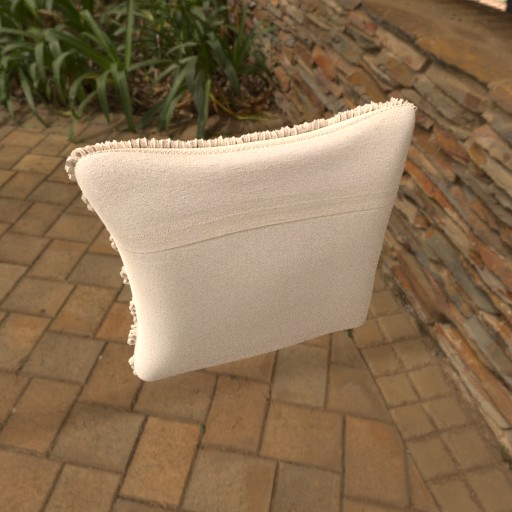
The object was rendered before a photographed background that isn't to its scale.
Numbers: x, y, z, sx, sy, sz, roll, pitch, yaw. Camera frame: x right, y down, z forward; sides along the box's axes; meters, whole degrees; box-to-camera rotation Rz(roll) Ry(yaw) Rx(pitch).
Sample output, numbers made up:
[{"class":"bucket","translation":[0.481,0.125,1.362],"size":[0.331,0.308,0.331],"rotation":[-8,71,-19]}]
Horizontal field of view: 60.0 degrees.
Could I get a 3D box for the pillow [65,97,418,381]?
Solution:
[{"class":"pillow","translation":[0.000,0.000,0.659],"size":[0.437,0.427,0.145],"rotation":[-12,43,-14]}]
